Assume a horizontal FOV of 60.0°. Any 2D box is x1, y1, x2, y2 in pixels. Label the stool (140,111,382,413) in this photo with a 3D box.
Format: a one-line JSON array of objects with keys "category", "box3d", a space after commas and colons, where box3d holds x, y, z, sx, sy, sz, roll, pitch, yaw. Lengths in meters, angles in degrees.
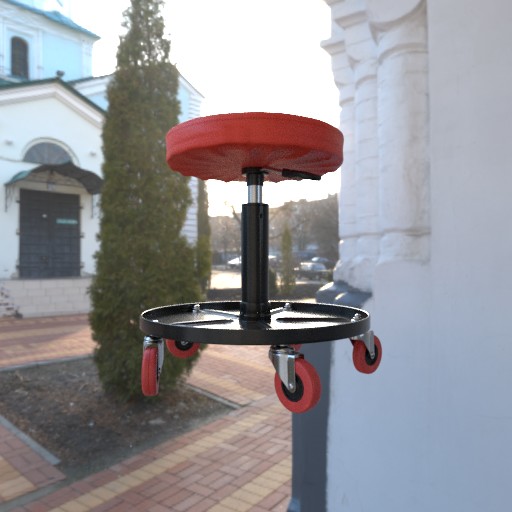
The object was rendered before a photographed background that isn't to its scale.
[{"category": "stool", "box3d": [0.000, 0.000, 0.681, 0.381, 0.365, 0.382, 0, 0, -36]}]
